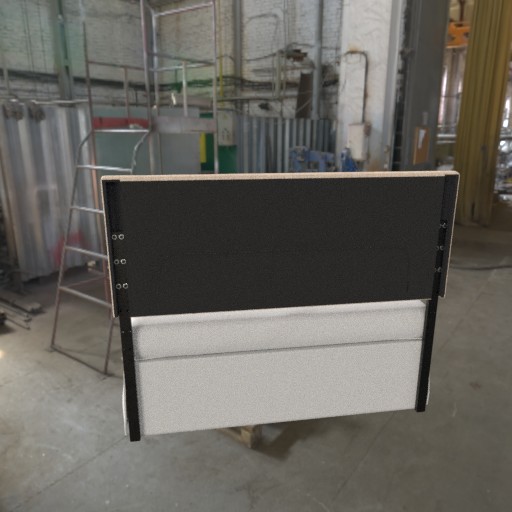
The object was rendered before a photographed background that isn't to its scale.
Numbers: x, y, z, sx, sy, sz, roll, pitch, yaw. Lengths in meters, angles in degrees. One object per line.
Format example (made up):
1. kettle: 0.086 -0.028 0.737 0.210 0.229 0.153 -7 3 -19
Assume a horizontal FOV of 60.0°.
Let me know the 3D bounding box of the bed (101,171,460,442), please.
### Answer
1. bed: 0.000 0.000 3.007 1.643 1.270 1.978 -2 16 -9
